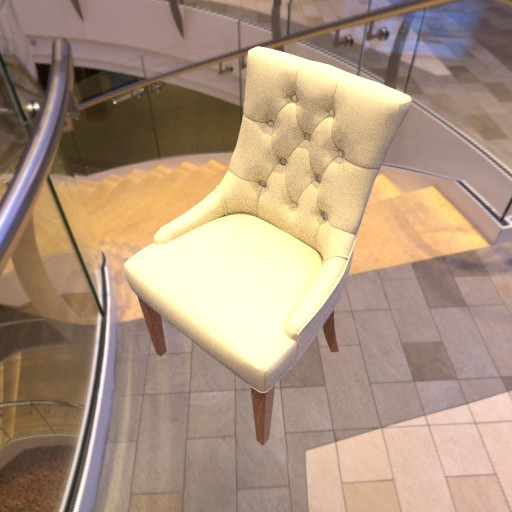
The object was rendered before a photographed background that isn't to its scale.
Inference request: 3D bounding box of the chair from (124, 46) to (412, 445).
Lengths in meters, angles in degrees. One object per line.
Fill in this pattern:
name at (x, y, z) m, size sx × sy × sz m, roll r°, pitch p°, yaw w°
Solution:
chair at (0.000, 0.000, 1.203) m, size 0.509 × 0.874 × 0.565 m, roll 32°, pitch 53°, yaw 27°
